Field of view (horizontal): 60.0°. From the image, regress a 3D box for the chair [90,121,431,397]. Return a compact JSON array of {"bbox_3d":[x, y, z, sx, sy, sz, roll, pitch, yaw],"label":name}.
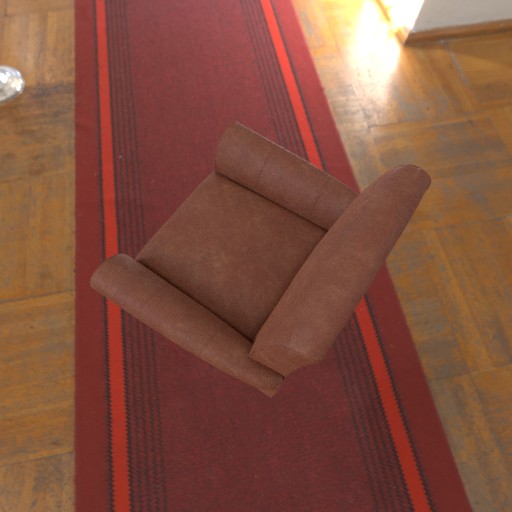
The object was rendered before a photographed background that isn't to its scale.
[{"bbox_3d":[0.000,0.000,1.821,0.902,1.061,0.978,31,68,15],"label":"chair"}]
